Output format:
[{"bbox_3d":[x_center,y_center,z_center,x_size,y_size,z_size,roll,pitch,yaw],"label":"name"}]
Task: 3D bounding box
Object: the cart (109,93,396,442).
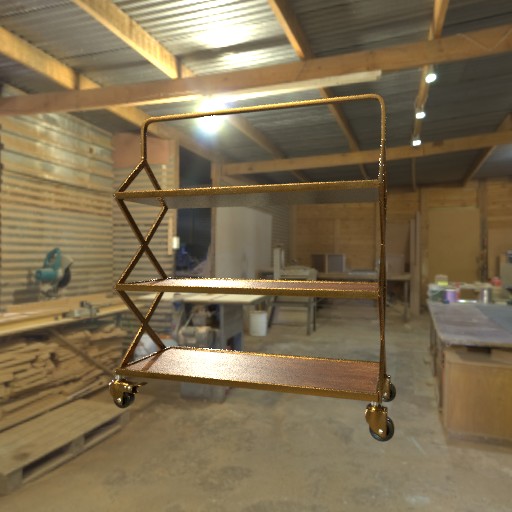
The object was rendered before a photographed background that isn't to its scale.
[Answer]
[{"bbox_3d":[0.000,0.000,1.201,0.723,0.805,0.313,0,1,18],"label":"cart"}]
